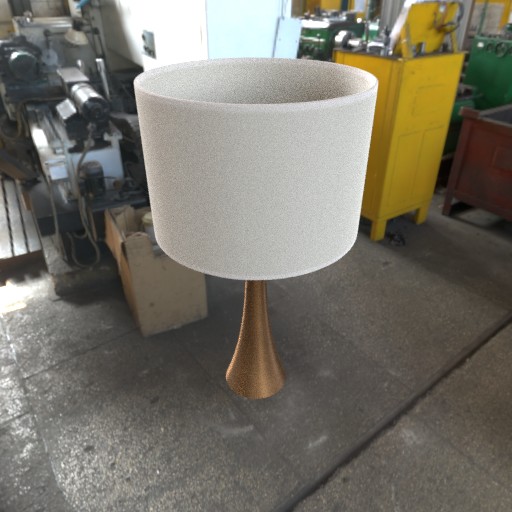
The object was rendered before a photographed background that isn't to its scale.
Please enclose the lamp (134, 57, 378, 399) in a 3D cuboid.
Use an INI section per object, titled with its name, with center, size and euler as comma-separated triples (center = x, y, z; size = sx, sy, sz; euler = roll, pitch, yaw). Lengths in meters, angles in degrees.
[lamp]
center = 0.000, 0.000, 0.625
size = 0.268, 0.479, 0.268
euler = 10, 34, 15
